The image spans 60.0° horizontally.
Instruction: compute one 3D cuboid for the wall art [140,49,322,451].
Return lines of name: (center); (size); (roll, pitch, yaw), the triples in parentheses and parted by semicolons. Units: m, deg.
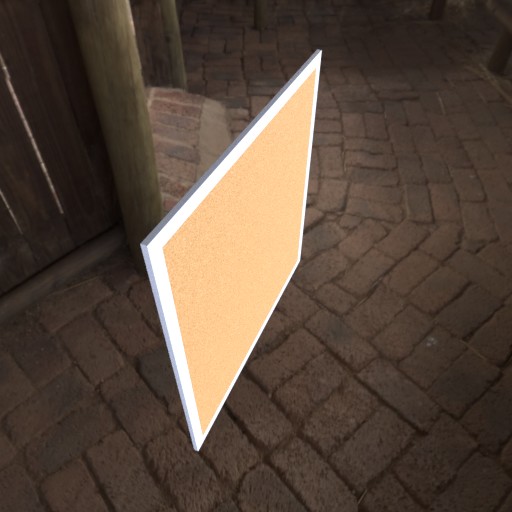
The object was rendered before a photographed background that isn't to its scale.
wall art: (0.000, 0.000, 0.834); (0.009, 0.559, 0.558); (18, 49, 17)
